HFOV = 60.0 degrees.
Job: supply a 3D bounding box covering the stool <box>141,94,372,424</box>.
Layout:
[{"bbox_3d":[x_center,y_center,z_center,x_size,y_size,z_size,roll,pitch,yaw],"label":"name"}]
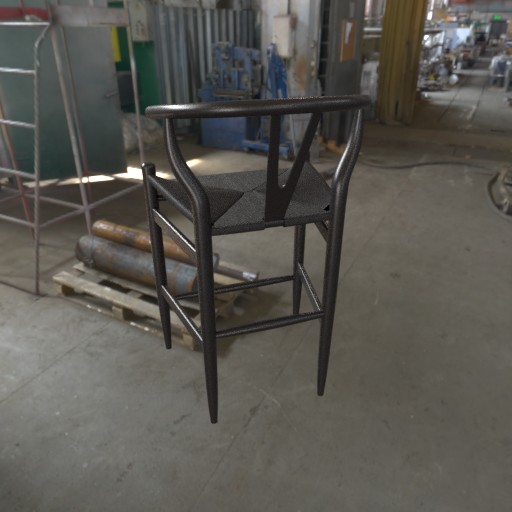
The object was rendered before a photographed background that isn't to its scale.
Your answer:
[{"bbox_3d":[0.000,0.000,1.326,0.569,0.970,0.579,-9,29,-16],"label":"stool"}]
